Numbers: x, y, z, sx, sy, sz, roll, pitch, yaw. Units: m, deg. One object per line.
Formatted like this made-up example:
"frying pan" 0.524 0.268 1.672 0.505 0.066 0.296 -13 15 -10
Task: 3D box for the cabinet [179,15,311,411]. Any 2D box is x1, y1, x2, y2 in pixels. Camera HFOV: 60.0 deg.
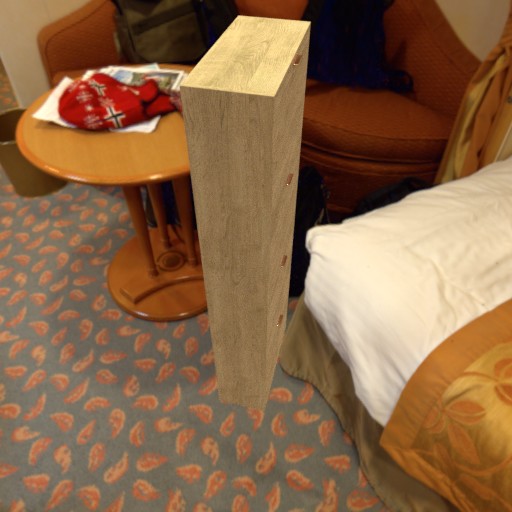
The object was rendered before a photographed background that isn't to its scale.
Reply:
"cabinet" 0.000 0.000 1.808 0.250 1.630 0.520 10 47 10
